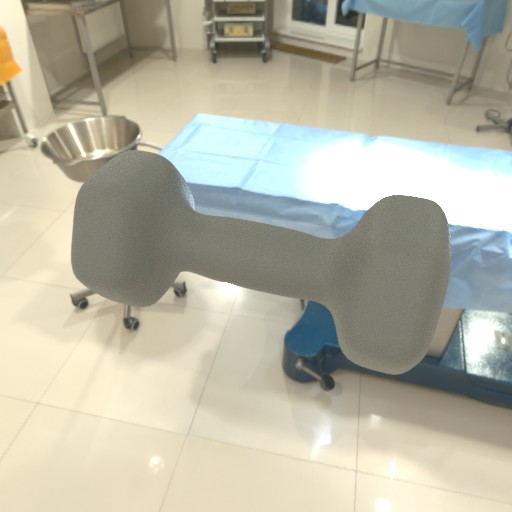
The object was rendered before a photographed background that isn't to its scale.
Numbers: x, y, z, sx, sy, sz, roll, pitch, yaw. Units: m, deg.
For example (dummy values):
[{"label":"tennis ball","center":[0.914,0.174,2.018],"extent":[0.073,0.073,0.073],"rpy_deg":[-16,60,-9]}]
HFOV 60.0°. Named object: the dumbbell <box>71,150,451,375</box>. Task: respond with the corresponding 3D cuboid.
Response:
[{"label":"dumbbell","center":[0.000,0.000,0.233],"extent":[0.184,0.081,0.090],"rpy_deg":[13,42,15]}]
